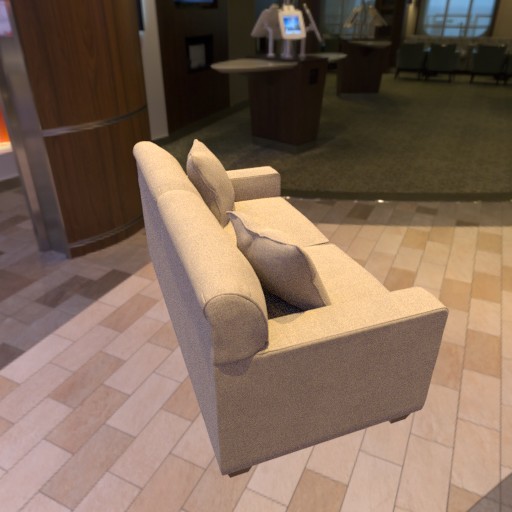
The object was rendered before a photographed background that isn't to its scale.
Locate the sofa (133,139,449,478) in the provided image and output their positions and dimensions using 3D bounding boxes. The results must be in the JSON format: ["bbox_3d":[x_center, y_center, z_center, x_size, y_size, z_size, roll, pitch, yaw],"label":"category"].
[{"bbox_3d":[0.000,0.000,2.392,0.998,0.958,1.846,-10,31,-18],"label":"sofa"}]
